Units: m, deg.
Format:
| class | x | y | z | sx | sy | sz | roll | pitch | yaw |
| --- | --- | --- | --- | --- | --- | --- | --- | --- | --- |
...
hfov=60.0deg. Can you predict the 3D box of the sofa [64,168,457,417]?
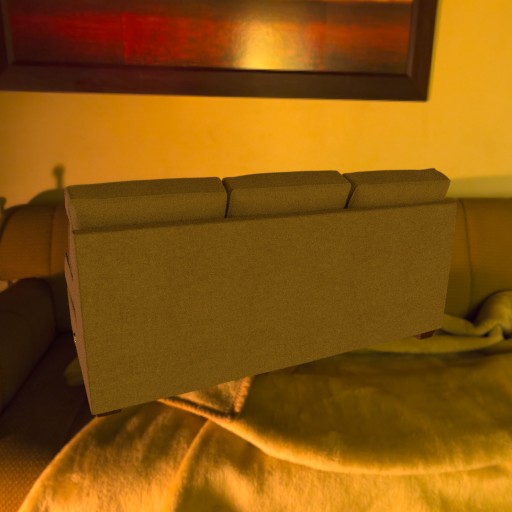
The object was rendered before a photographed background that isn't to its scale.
| class | x | y | z | sx | sy | sz | roll | pitch | yaw |
| --- | --- | --- | --- | --- | --- | --- | --- | --- | --- |
| sofa | 0.000 | 0.000 | 2.664 | 2.092 | 1.036 | 1.127 | -7 | 16 | -26 |
